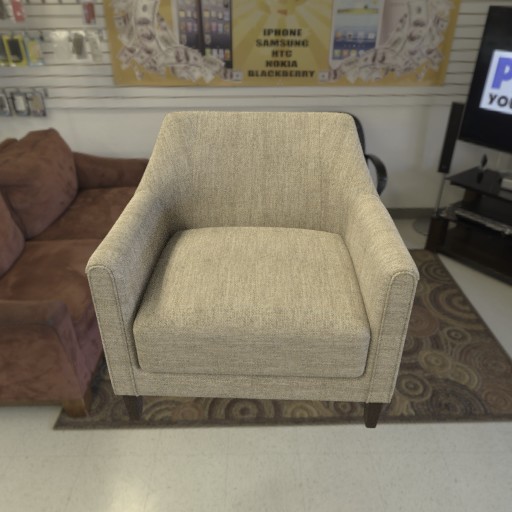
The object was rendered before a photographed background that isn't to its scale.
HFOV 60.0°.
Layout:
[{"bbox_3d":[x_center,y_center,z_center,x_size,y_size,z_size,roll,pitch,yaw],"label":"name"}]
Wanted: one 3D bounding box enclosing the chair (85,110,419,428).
[{"bbox_3d":[0.000,0.000,1.425,0.796,0.761,0.758,1,31,2],"label":"chair"}]
